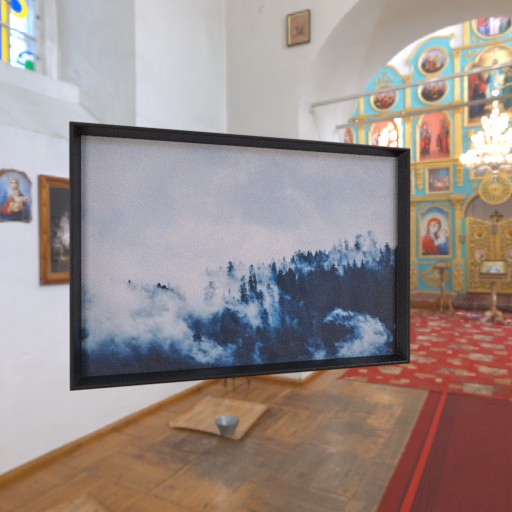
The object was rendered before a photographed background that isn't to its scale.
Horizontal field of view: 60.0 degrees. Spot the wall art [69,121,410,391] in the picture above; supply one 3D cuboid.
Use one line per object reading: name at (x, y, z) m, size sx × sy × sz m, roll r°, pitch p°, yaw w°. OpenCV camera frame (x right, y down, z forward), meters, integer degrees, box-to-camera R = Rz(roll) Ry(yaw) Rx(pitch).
wall art at (0.000, 0.000, 1.211) m, size 0.939 × 0.640 × 0.058 m, roll 0°, pitch 0°, yaw -16°
